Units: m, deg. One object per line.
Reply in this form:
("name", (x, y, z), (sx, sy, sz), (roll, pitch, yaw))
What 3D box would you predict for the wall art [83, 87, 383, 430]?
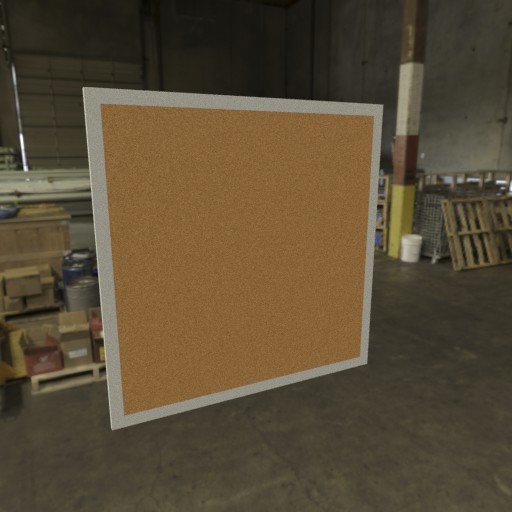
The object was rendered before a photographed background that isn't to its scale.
("wall art", (0.000, 0.000, 1.200), (0.812, 0.813, 0.013), (-6, 15, -26))
